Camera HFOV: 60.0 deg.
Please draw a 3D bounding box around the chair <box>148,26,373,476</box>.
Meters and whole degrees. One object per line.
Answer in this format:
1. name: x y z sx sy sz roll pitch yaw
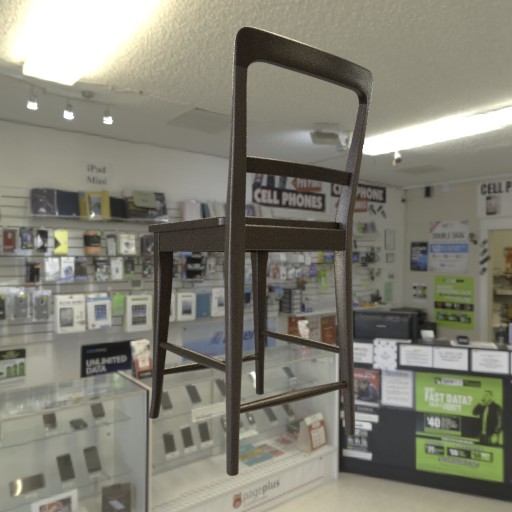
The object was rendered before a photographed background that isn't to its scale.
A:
1. chair: 0.000 0.000 1.266 0.450 0.991 0.546 0 0 -36
